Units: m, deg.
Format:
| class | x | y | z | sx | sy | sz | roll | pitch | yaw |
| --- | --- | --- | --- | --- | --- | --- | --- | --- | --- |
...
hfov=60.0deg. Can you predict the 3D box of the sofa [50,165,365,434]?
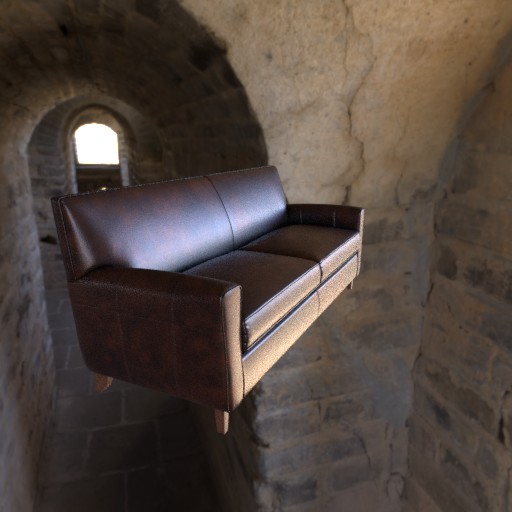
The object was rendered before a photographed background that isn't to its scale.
| class | x | y | z | sx | sy | sz | roll | pitch | yaw |
| --- | --- | --- | --- | --- | --- | --- | --- | --- | --- |
| sofa | 0.000 | 0.000 | 2.502 | 0.786 | 0.871 | 1.995 | 8 | 17 | 26 |
